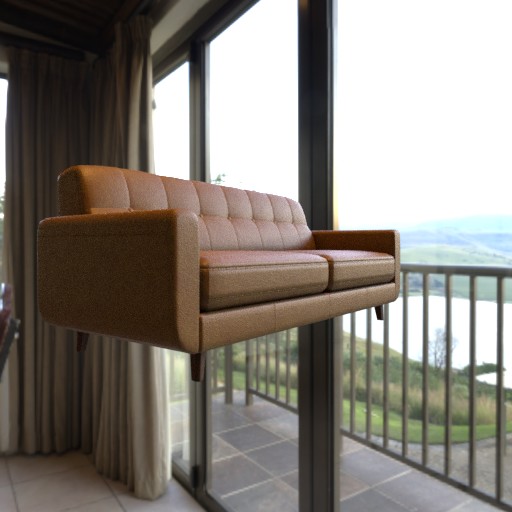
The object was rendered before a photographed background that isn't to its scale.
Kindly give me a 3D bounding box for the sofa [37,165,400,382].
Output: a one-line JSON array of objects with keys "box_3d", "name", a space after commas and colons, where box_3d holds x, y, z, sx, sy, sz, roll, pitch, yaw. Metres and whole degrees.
[{"box_3d": [0.000, 0.000, 2.590, 0.980, 0.892, 2.137, 1, 1, 37], "name": "sofa"}]
